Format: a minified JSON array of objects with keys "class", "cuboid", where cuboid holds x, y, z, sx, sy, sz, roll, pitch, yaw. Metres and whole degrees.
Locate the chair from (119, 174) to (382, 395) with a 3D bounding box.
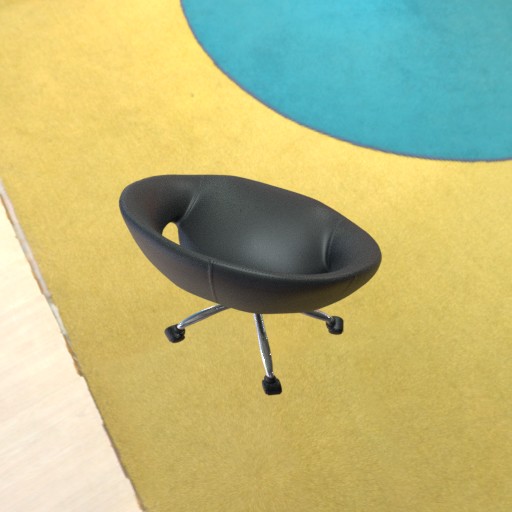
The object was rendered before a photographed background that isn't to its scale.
[{"class":"chair","cuboid":[0.000,0.000,1.188,0.612,0.791,0.538,18,64,9]}]
